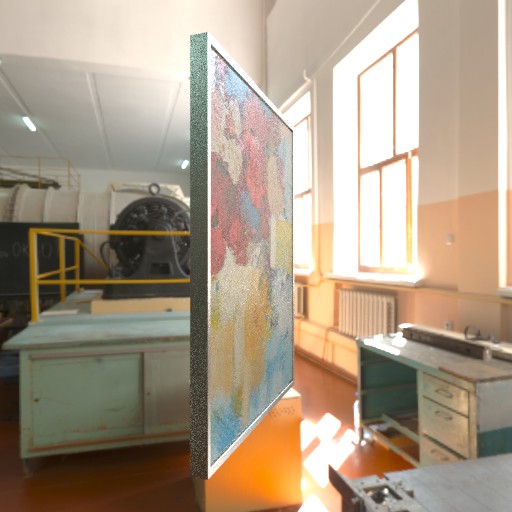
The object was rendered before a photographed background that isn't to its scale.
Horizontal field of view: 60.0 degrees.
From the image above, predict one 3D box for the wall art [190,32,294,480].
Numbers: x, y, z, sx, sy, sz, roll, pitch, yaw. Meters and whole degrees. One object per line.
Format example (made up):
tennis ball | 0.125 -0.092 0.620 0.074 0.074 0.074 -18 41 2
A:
wall art | 0.000 0.000 0.777 0.025 0.569 0.444 0 0 19
